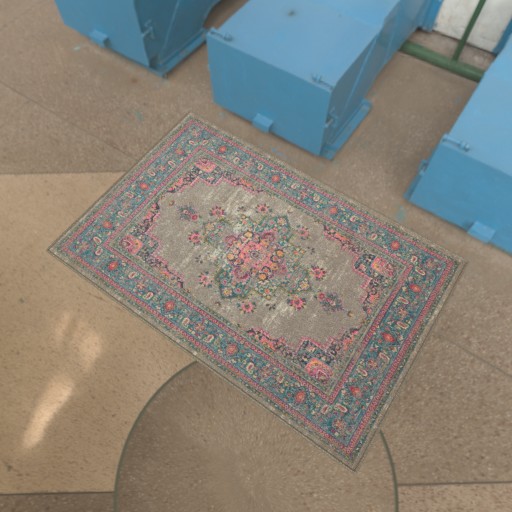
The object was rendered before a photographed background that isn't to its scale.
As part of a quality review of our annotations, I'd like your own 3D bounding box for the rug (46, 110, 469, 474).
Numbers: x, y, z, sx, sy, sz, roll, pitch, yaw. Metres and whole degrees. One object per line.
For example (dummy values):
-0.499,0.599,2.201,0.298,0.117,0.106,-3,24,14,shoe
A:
0.000,0.000,2.178,1.748,0.014,1.144,32,67,15,rug
